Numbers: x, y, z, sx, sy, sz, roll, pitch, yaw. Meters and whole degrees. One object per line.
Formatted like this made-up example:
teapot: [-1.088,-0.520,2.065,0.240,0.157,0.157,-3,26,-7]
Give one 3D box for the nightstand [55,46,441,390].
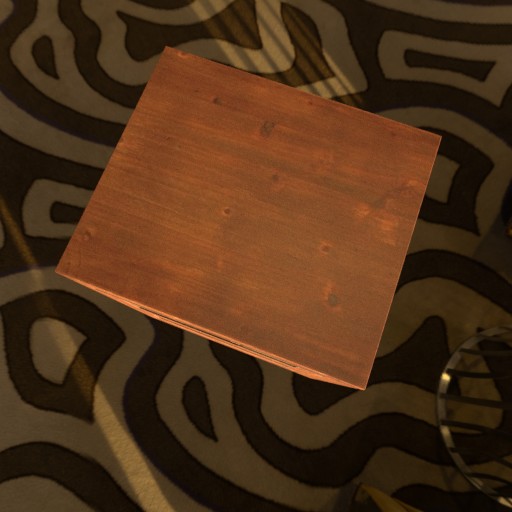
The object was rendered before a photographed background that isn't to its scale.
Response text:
nightstand: [0.000,0.000,0.997,0.465,0.695,0.410,20,77,5]
